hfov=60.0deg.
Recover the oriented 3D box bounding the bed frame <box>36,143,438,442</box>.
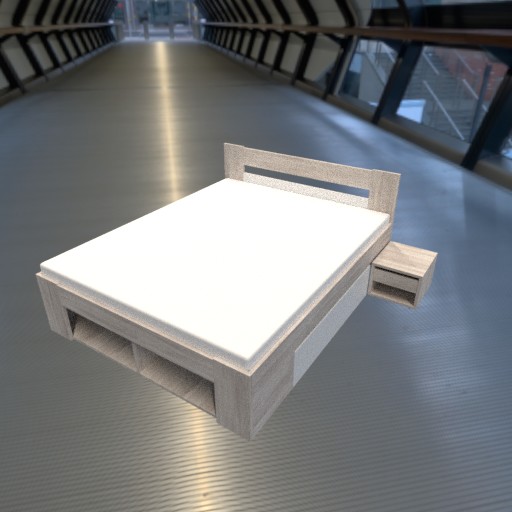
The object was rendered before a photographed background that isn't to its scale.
[{"bbox_3d":[0.000,0.000,3.118,2.040,0.860,2.050,18,33,29],"label":"bed frame"}]
